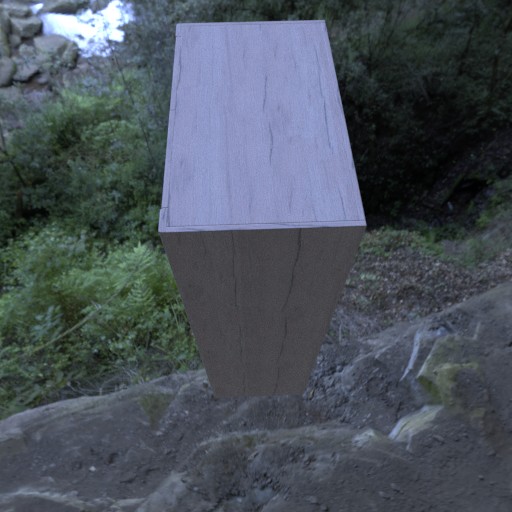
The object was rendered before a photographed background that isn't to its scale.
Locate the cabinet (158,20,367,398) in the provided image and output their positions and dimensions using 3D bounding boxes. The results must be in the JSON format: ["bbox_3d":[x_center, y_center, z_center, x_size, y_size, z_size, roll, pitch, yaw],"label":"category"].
[{"bbox_3d":[0.000,0.000,2.308,0.580,1.930,0.980,-2,59,-1],"label":"cabinet"}]
